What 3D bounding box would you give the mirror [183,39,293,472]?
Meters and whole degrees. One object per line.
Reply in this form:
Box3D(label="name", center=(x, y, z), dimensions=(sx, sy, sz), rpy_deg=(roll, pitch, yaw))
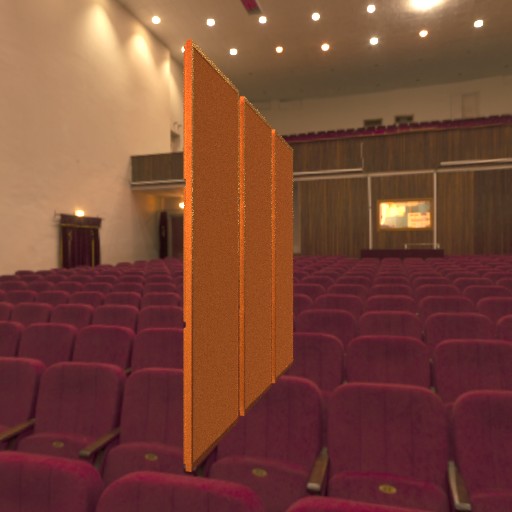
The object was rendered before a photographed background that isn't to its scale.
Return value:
Box3D(label="mirror", center=(0.000, 0.000, 1.435), dimensions=(0.023, 0.926, 1.011), rpy_deg=(0, 0, 17))
